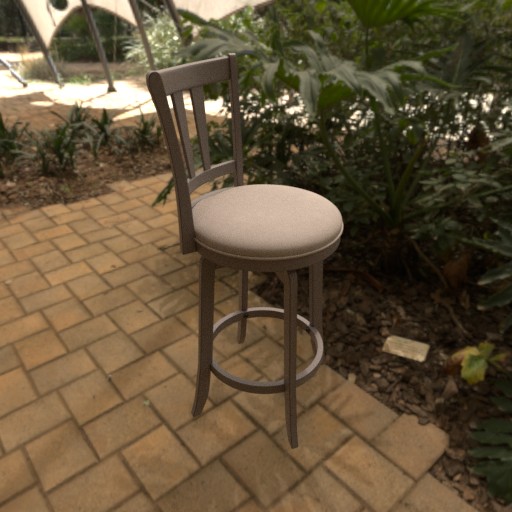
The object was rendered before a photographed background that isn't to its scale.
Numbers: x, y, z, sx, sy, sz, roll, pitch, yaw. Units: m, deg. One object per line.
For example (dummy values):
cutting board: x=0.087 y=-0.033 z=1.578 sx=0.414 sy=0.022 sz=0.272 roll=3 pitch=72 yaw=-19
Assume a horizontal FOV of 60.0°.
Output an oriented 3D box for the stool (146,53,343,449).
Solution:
stool: x=0.000 y=0.000 z=1.277 sx=0.475 sy=1.023 sz=0.436 roll=11 pitch=31 yaw=18
